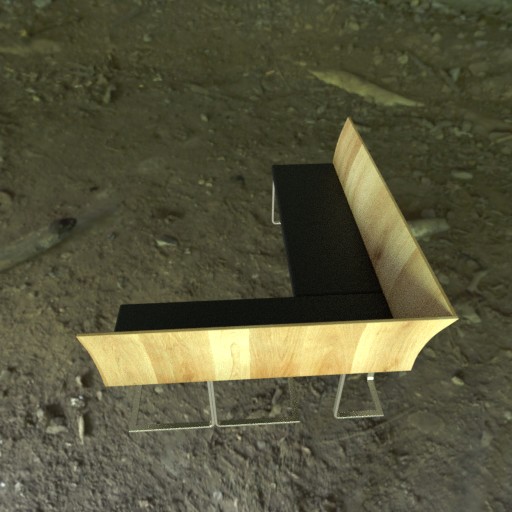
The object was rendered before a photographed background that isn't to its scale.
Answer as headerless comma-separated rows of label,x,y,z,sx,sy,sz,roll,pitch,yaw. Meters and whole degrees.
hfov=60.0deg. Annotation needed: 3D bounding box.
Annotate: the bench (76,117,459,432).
bench,0.000,0.000,2.765,1.495,0.930,1.945,-2,41,-3
